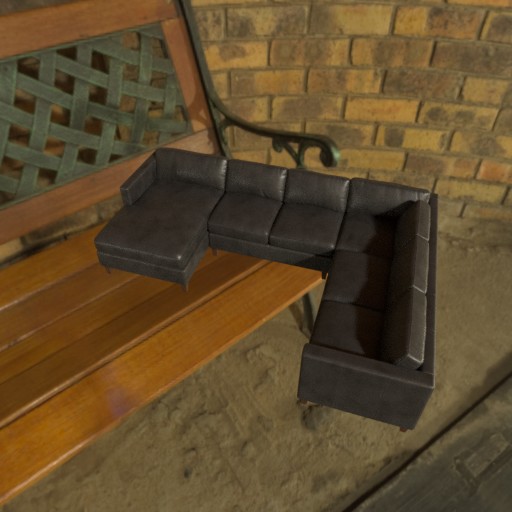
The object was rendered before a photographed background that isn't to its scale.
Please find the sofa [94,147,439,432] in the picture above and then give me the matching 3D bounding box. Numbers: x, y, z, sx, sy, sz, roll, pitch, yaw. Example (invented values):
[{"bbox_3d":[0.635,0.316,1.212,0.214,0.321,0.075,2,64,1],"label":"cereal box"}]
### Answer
[{"bbox_3d":[0.000,0.000,4.437,3.324,0.891,2.452,12,44,13],"label":"sofa"}]
